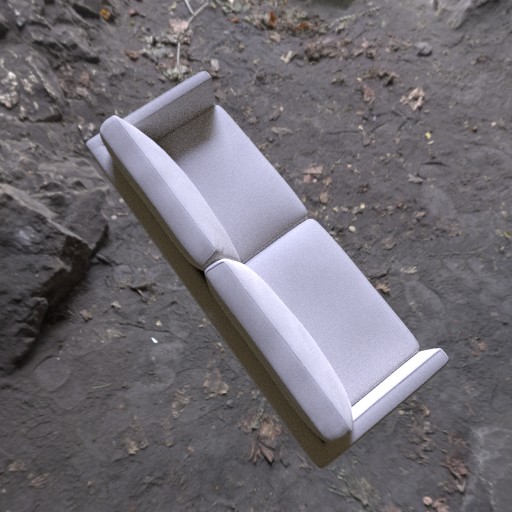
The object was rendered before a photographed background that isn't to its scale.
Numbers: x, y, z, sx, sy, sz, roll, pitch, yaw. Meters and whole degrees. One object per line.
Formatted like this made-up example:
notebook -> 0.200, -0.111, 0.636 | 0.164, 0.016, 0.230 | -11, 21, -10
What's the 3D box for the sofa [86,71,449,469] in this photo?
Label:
sofa -> 0.000, 0.000, 2.837 | 0.951, 0.962, 2.361 | -36, 77, -10
